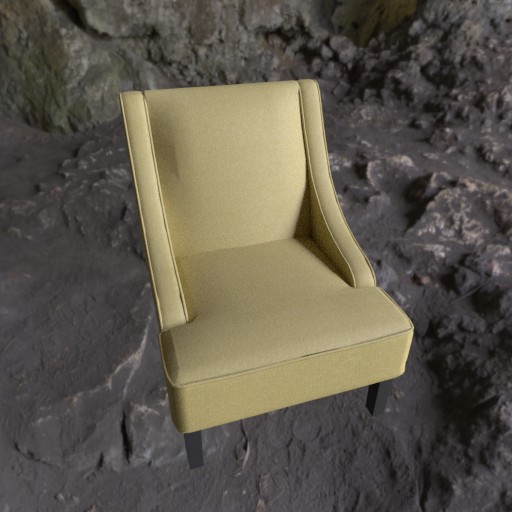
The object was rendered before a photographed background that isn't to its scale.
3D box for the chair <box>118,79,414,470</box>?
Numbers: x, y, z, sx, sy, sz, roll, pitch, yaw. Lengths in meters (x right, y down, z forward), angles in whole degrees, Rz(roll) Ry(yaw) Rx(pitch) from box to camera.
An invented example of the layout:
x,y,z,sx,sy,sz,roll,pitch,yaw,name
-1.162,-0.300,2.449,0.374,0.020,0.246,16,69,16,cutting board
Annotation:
x,y,z,sx,sy,sz,roll,pitch,yaw,name
0.000,0.000,1.423,0.696,0.896,0.814,-10,34,-15,chair
